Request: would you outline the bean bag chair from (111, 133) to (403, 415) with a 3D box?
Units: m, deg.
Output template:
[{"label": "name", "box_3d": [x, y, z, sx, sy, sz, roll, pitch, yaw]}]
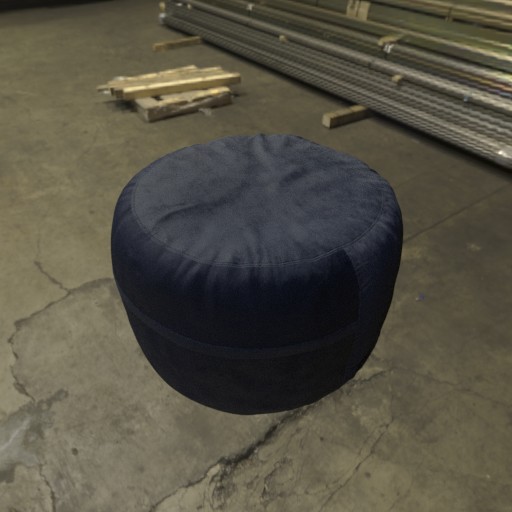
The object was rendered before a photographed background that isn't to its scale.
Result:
[{"label": "bean bag chair", "box_3d": [0.000, 0.000, 1.991, 1.219, 0.762, 1.219, 0, 40, 0]}]
